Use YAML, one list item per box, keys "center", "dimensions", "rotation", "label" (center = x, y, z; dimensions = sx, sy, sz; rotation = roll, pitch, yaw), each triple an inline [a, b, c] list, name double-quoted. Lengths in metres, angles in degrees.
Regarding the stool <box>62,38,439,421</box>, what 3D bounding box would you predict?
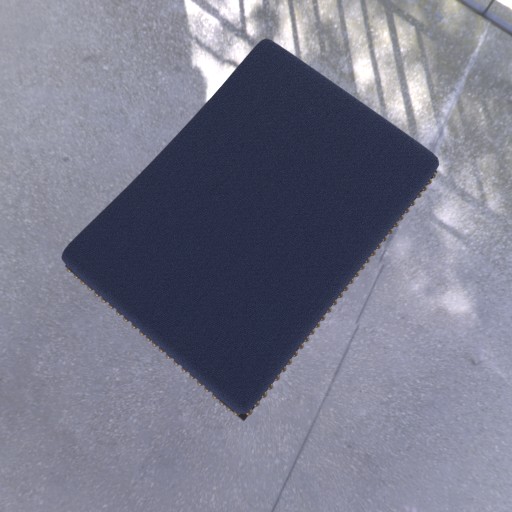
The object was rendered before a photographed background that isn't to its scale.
- center: [0.000, 0.000, 0.935]
  dimensions: [0.361, 0.642, 0.500]
  rotation: [38, 80, 8]
  label: "stool"
